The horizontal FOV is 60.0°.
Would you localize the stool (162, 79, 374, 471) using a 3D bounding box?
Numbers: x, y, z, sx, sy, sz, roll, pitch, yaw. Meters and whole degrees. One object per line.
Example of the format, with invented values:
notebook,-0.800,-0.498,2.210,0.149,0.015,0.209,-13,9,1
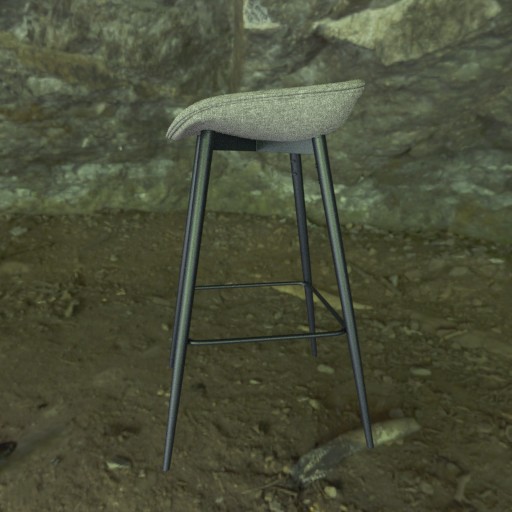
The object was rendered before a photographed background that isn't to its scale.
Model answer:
stool,0.000,0.000,1.105,0.480,0.814,0.469,-2,15,-9
